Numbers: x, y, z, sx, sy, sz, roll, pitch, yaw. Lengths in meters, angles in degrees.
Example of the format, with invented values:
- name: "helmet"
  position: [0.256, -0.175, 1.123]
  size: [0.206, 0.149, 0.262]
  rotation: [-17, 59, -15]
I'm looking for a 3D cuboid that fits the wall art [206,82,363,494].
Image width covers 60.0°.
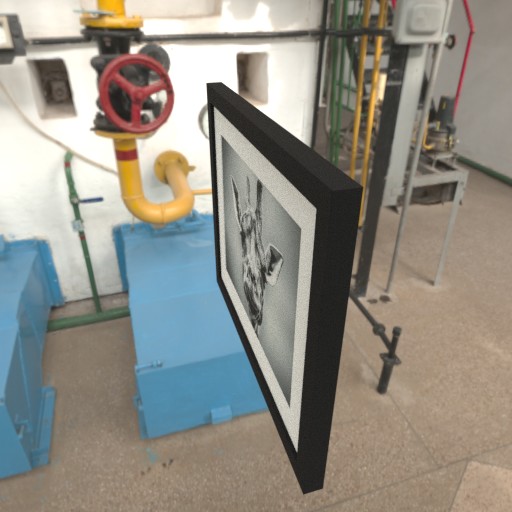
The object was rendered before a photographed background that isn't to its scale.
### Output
- name: "wall art"
  position: [0.000, 0.000, 0.739]
  size: [0.031, 0.457, 0.558]
  rotation: [-9, 32, -14]
